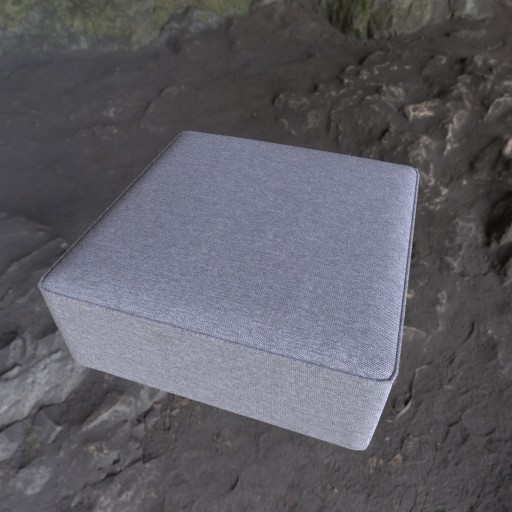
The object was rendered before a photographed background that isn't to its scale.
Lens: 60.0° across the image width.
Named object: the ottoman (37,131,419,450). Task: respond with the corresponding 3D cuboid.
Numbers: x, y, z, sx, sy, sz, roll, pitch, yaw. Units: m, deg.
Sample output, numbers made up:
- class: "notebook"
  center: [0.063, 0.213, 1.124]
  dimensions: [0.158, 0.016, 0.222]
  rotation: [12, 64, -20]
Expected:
- class: "ottoman"
  center: [0.000, 0.000, 1.591]
  dimensions: [1.005, 0.455, 1.005]
  rotation: [13, 44, 13]
